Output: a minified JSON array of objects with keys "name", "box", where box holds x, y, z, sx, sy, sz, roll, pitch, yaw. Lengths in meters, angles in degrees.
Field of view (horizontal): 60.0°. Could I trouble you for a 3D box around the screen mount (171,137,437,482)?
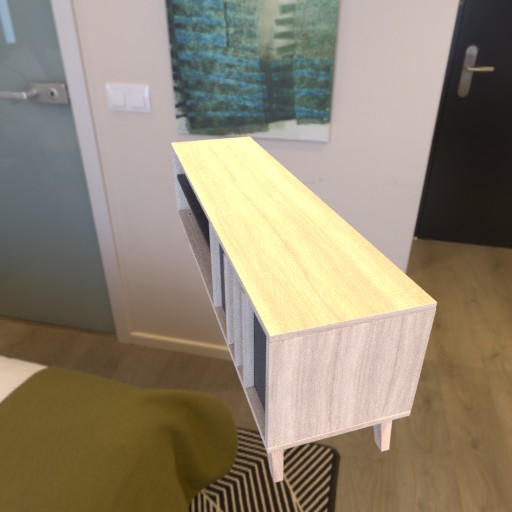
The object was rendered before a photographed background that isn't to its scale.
[{"name":"screen mount","box":[0.000,0.000,1.691,0.401,0.509,1.500,-9,31,-15]}]
